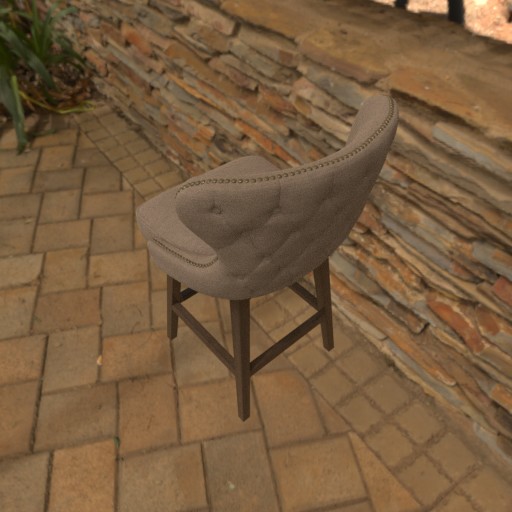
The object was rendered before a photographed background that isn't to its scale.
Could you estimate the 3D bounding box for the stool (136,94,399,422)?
[{"bbox_3d":[0.000,0.000,1.343,0.615,0.972,0.597,-31,52,-28],"label":"stool"}]
